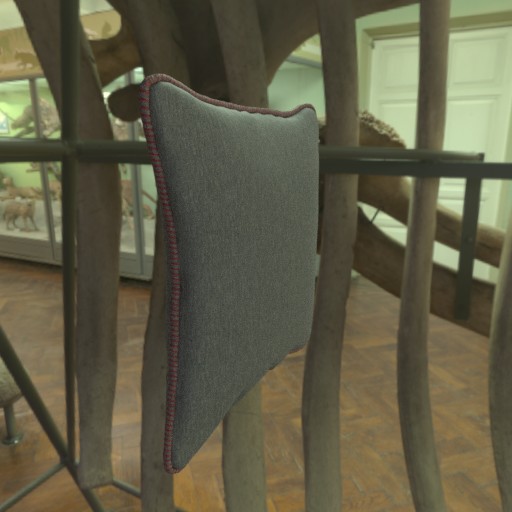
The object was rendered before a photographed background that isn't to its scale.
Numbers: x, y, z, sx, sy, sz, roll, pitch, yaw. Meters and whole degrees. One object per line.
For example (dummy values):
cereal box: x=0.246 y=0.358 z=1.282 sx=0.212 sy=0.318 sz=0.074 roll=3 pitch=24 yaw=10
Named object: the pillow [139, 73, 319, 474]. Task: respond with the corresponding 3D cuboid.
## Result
pillow: x=0.000 y=0.000 z=0.706 sx=0.124 sy=0.491 sz=0.482 roll=8 pitch=16 yaw=28
